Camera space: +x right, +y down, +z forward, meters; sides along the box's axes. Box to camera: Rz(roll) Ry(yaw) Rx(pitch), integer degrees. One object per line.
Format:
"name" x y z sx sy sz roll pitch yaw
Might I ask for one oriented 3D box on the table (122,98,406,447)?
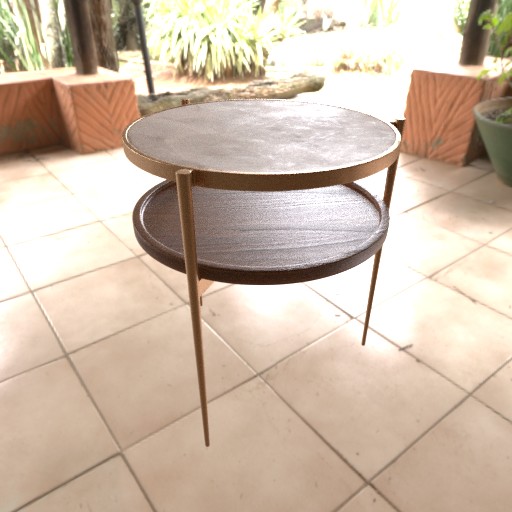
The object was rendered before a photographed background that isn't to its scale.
"table" 0.000 0.000 0.827 0.430 0.493 0.456 -22 37 -32
